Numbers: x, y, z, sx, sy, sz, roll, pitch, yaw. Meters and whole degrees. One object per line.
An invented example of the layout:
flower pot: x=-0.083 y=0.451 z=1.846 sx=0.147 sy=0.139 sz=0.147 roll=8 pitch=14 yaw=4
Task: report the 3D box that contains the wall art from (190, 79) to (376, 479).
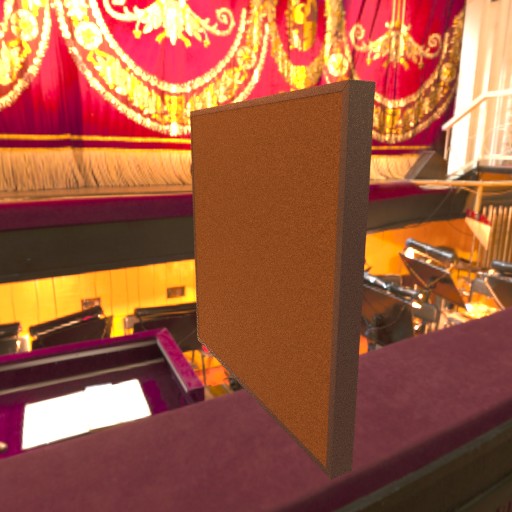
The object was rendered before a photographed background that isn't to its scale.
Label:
wall art: x=0.000 y=0.000 z=0.525 sx=0.028 sy=0.349 sz=0.349 roll=-7 pitch=16 yaw=-27
